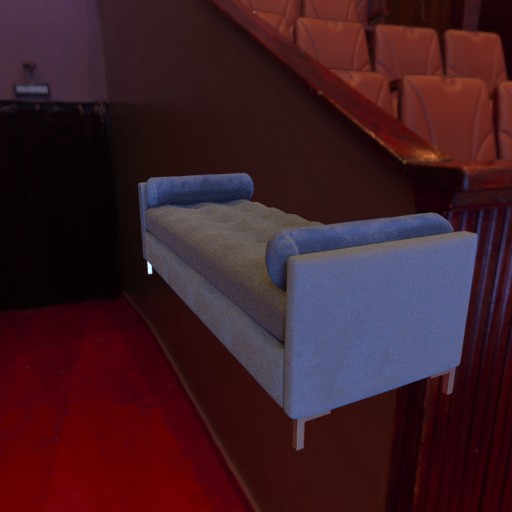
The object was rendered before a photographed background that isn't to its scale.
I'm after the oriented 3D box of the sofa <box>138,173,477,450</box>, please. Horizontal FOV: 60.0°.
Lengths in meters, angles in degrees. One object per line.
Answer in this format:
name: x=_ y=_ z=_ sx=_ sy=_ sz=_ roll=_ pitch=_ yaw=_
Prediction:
sofa: x=0.000 y=0.000 z=2.400 sx=0.796 sy=0.705 sz=2.102 roll=-8 pitch=18 yaw=-26
